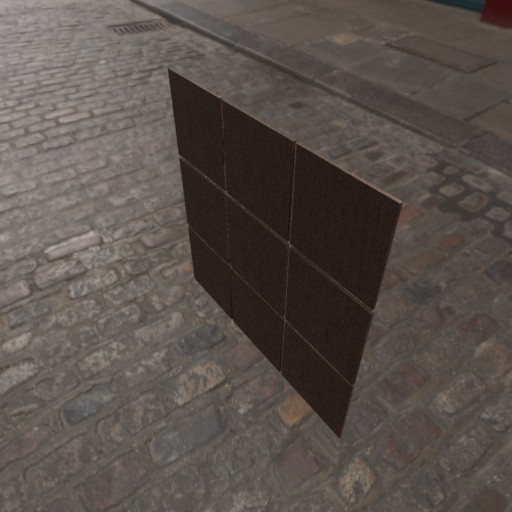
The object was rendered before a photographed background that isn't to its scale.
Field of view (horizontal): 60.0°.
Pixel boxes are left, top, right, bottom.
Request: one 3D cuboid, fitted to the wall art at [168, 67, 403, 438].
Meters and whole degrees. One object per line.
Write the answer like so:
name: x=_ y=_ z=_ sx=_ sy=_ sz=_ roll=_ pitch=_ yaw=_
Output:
wall art: x=0.000 y=0.000 z=2.344 sx=0.014 sy=1.525 sz=1.527 roll=-26 pitch=48 yaw=-26
